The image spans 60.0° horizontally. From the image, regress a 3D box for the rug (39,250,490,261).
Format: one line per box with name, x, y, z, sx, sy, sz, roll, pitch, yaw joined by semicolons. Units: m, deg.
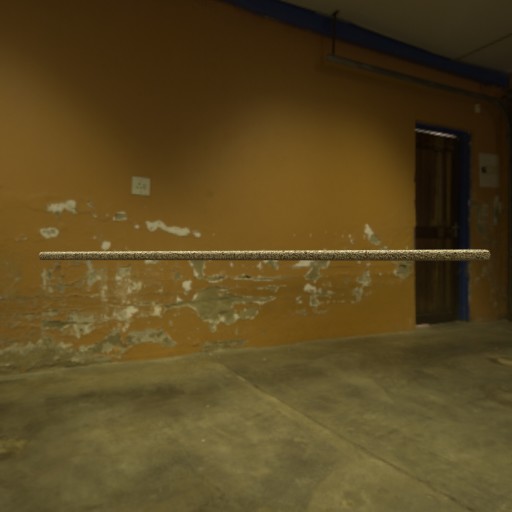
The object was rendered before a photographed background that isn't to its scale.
rug;0.000;0.000;1.712;1.524;0.030;0.609;0;0;18
